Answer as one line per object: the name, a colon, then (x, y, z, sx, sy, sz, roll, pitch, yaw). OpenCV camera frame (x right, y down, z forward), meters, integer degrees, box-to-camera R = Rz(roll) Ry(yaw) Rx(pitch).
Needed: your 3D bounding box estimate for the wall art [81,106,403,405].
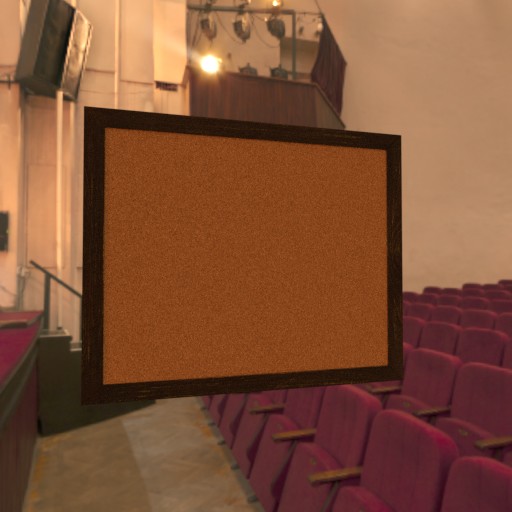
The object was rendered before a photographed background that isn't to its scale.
wall art: (0.000, 0.000, 0.767, 0.558, 0.457, 0.032, 0, -1, -16)
